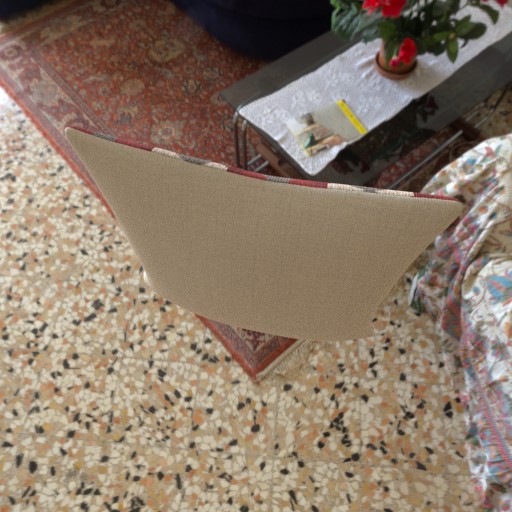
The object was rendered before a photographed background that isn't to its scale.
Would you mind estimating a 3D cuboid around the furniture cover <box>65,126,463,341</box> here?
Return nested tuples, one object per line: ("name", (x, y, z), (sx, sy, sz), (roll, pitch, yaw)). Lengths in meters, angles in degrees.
("furniture cover", (0.000, 0.000, 0.639), (0.435, 0.420, 0.145), (13, 64, 6))
